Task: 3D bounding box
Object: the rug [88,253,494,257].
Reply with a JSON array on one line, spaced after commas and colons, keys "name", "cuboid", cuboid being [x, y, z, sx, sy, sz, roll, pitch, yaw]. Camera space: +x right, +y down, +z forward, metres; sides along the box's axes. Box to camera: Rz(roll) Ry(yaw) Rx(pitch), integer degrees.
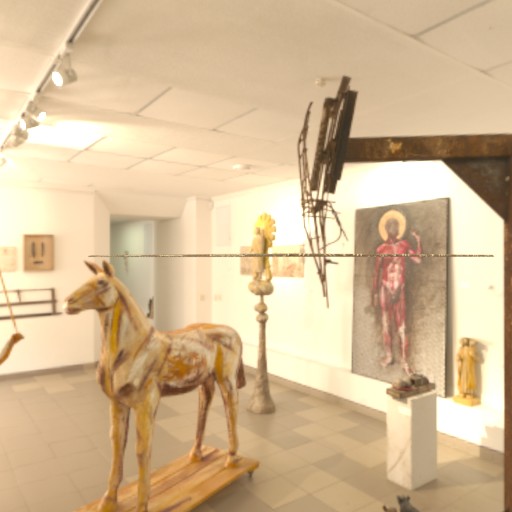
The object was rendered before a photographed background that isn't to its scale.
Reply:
[{"name": "rug", "cuboid": [0.000, 0.000, 3.037, 1.541, 0.012, 2.457, 0, 0, -37]}]
